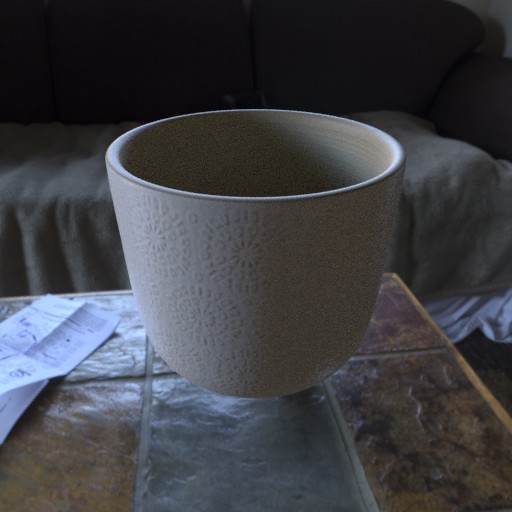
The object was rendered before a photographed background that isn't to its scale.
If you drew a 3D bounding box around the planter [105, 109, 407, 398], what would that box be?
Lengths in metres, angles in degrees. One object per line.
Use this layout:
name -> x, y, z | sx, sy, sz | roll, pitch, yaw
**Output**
planter -> 0.000, 0.000, 0.366 | 0.208, 0.190, 0.208 | 0, 31, 0
